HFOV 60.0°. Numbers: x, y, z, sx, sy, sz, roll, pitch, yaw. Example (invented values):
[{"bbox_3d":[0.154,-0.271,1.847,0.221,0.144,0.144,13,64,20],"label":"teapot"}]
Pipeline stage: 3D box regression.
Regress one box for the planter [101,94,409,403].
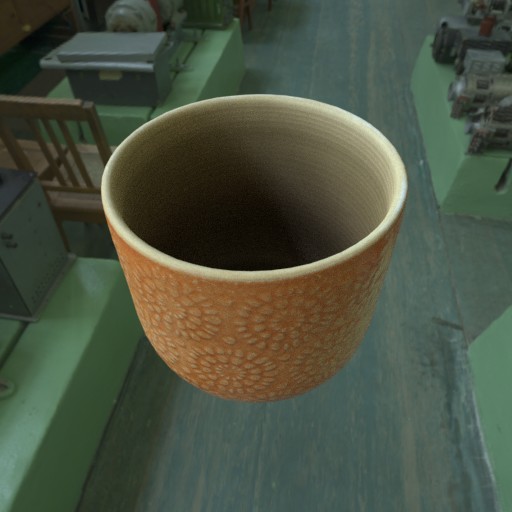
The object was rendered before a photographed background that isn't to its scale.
[{"bbox_3d":[0.000,0.000,0.292,0.170,0.152,0.170,0,46,0],"label":"planter"}]
